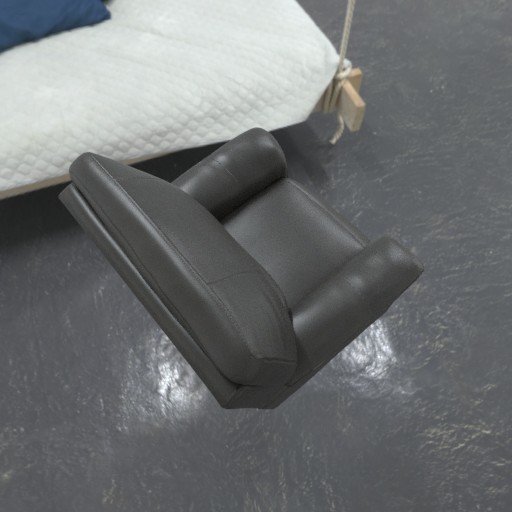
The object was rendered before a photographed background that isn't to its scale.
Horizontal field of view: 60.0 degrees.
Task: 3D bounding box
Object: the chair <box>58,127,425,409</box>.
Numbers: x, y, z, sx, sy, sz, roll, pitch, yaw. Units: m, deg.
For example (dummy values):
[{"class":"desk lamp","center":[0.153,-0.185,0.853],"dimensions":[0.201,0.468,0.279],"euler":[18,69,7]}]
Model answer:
[{"class":"chair","center":[0.000,0.000,1.942],"dimensions":[1.087,1.109,1.096],"euler":[-36,65,-20]}]
